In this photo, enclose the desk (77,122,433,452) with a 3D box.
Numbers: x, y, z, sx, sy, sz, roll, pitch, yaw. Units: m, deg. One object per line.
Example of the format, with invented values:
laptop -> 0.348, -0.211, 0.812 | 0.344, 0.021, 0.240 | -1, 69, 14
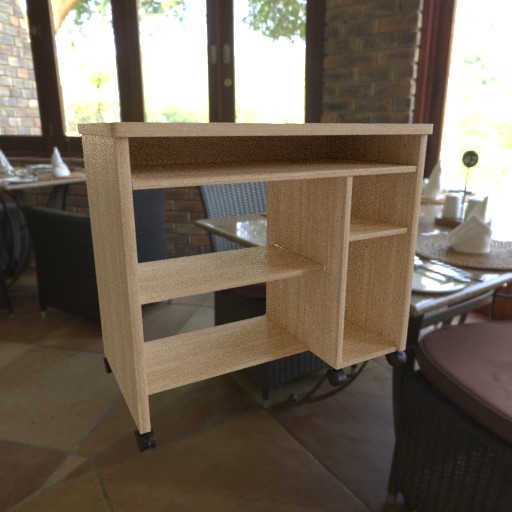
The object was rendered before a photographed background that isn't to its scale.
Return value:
desk -> 0.000, 0.000, 1.349 | 0.884, 0.770, 0.480 | -9, 18, -27
